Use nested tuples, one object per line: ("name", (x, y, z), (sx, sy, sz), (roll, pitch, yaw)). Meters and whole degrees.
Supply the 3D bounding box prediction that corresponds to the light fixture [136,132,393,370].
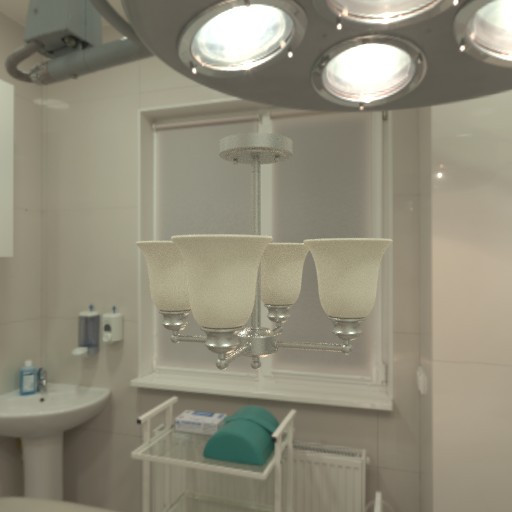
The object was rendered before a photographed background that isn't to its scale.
("light fixture", (0.000, 0.000, 0.725), (0.427, 0.370, 0.427), (0, 0, 18))
